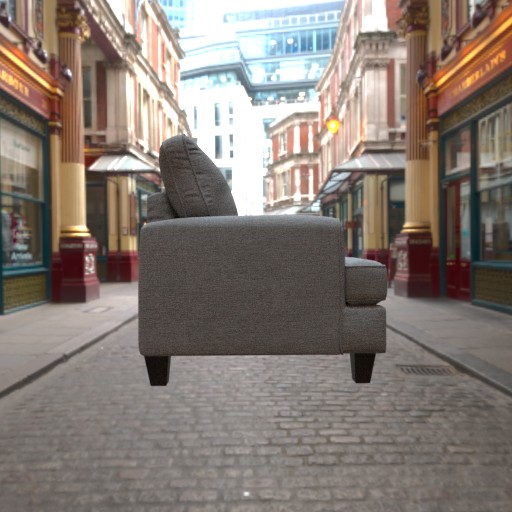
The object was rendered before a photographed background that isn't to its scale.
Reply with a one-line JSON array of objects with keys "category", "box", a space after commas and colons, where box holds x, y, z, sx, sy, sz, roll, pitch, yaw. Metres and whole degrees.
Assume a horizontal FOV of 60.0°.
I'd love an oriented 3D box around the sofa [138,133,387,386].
[{"category": "sofa", "box": [0.000, 0.000, 2.692, 0.951, 0.965, 2.158, 0, 0, -2]}]
